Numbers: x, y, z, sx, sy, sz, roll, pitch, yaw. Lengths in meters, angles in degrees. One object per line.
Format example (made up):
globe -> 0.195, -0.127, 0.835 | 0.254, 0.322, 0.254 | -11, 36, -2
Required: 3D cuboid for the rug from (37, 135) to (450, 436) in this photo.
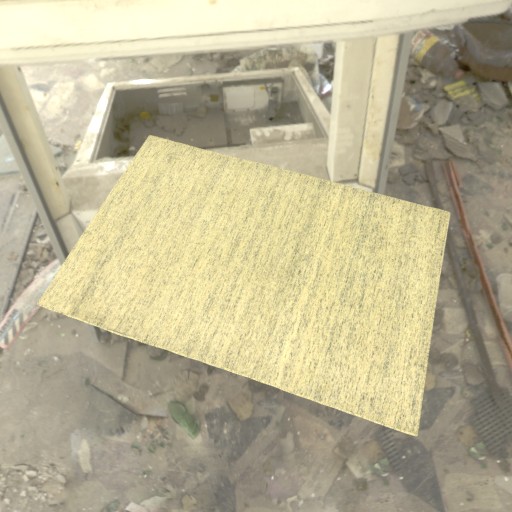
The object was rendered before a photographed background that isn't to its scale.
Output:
rug -> 0.000, 0.000, 2.825 | 2.263, 0.017, 1.523 | 17, 60, 10
